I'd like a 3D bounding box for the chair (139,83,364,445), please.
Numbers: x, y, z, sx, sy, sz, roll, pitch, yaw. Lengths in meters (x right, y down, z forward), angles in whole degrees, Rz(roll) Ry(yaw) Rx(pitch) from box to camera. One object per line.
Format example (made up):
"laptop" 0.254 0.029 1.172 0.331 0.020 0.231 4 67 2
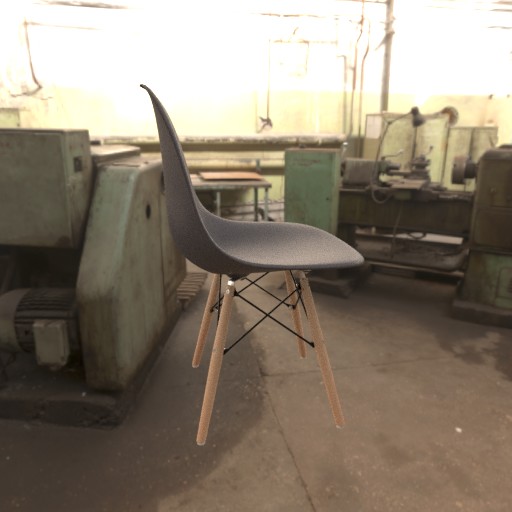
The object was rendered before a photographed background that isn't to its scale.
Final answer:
"chair" 0.000 0.000 1.157 0.533 0.826 0.470 -3 16 -9
